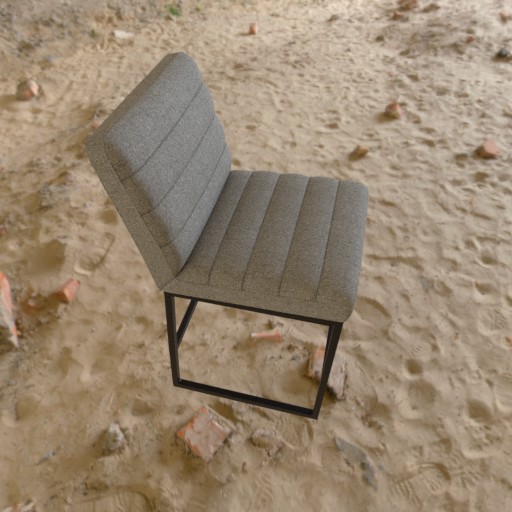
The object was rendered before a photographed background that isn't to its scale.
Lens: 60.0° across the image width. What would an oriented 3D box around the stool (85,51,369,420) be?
[{"bbox_3d":[0.000,0.000,1.258,0.560,0.940,0.460,10,47,10],"label":"stool"}]
